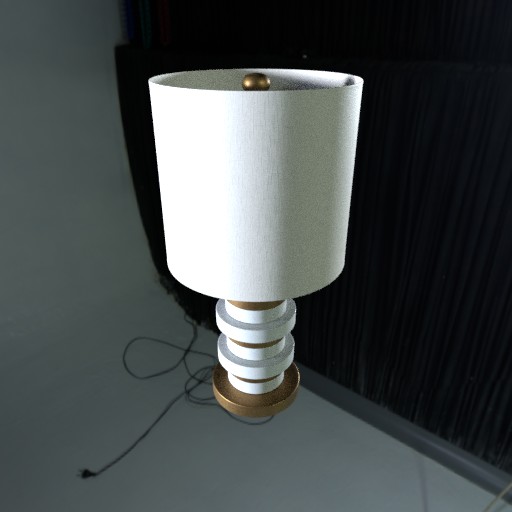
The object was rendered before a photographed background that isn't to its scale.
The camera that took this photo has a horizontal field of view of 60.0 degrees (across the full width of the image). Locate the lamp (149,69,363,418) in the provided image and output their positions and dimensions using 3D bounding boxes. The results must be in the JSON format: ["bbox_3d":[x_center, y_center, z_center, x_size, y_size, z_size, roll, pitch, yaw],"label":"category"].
[{"bbox_3d":[0.000,0.000,0.535,0.210,0.410,0.210,18,32,30],"label":"lamp"}]
